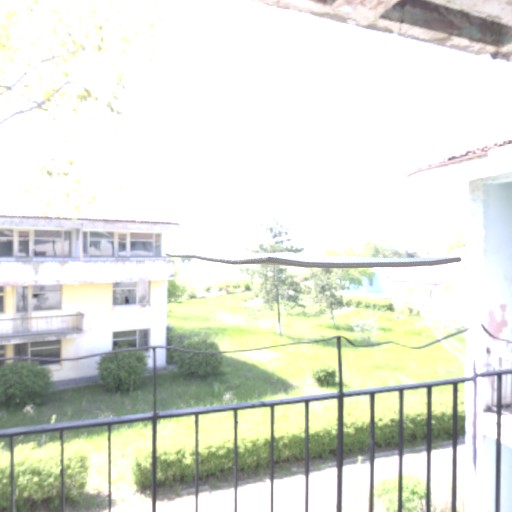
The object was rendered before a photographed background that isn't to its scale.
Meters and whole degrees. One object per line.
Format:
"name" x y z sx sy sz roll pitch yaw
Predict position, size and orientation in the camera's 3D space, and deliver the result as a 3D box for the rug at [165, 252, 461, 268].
"rug" 0.000 0.000 2.649 0.752 0.051 2.452 0 1 -19
